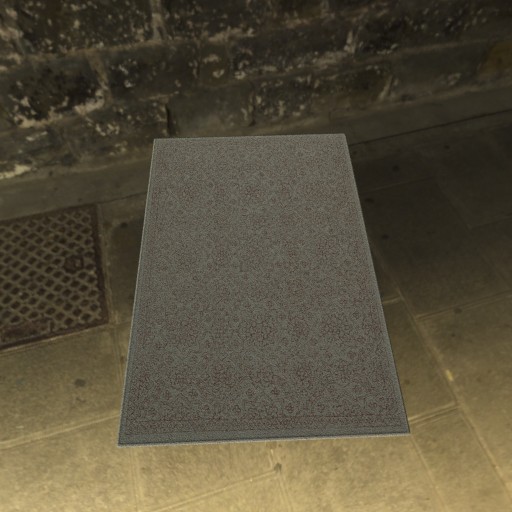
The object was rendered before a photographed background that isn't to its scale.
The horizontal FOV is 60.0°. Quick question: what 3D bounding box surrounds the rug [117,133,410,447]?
[{"bbox_3d":[0.000,0.000,2.330,1.219,0.010,1.829,-2,57,-1],"label":"rug"}]
